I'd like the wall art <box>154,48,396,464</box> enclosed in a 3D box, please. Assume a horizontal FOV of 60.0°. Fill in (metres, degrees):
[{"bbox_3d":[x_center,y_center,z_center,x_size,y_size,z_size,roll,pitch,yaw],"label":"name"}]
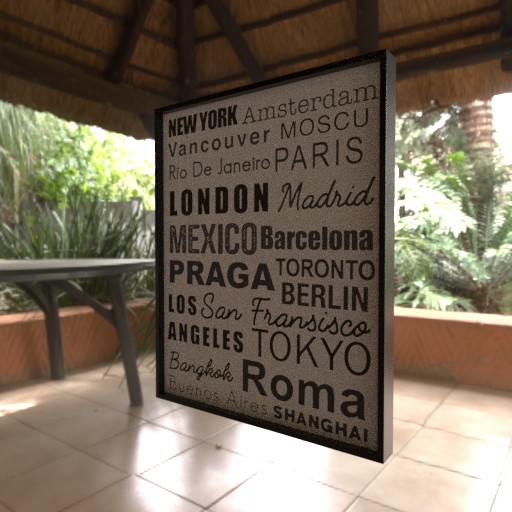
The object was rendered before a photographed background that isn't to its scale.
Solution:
[{"bbox_3d":[0.000,0.000,0.732,0.448,0.551,0.038,1,2,36],"label":"wall art"}]
